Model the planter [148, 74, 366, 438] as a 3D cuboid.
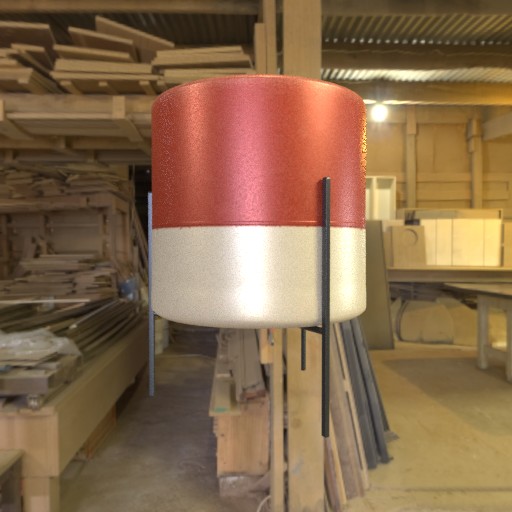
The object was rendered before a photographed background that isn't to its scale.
[{"bbox_3d":[0.000,0.000,0.729,0.354,0.465,0.345,0,1,1],"label":"planter"}]
